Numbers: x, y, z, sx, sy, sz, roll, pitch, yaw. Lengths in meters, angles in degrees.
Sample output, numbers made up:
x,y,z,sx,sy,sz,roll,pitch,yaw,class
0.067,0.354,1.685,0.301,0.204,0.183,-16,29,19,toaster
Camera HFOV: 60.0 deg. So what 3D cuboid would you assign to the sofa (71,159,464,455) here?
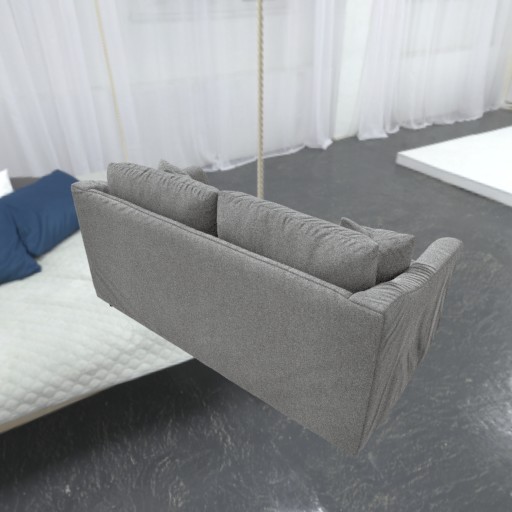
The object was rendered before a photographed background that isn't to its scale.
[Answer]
x,y,z,sx,sy,sz,roll,pitch,yaw,class
0.000,0.000,2.619,2.010,1.018,1.072,22,37,32,sofa
